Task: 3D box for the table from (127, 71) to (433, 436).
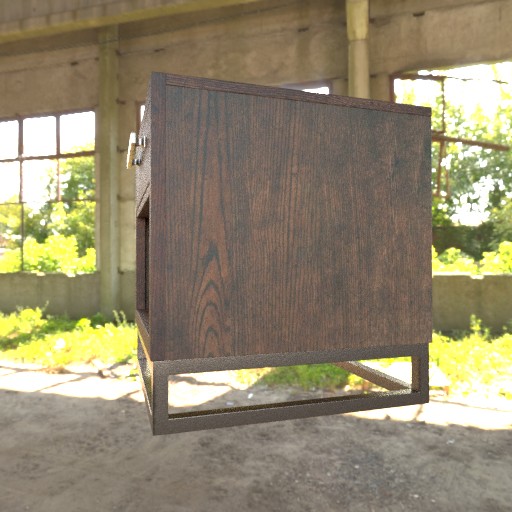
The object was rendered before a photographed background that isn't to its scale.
[{"bbox_3d":[0.000,0.000,1.022,0.566,0.582,0.506,0,-1,-18],"label":"table"}]
